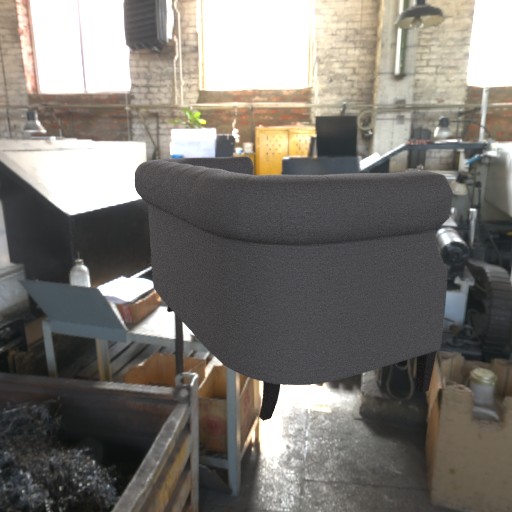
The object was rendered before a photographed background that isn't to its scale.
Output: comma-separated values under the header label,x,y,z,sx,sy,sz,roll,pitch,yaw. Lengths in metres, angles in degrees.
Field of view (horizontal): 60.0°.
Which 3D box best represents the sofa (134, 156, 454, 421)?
label,x,y,z,sx,sy,sz,roll,pitch,yaw
sofa,0.000,0.000,1.992,0.835,0.827,1.558,-8,17,-26
